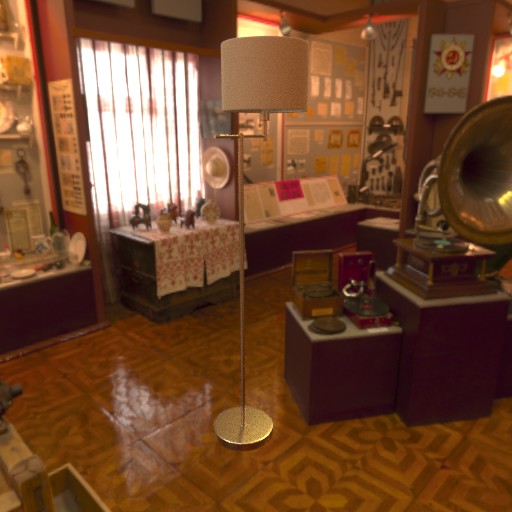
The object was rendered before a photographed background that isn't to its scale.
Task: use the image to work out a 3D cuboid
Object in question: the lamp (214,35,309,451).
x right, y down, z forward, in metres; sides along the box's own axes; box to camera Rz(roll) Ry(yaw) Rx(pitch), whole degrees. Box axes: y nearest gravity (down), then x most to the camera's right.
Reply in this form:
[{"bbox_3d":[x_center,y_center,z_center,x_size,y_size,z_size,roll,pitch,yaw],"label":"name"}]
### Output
[{"bbox_3d":[0.000,0.000,1.819,0.416,1.600,0.324,-15,21,-42],"label":"lamp"}]
